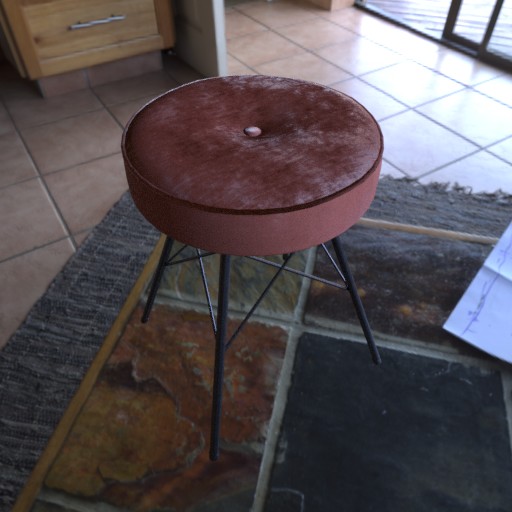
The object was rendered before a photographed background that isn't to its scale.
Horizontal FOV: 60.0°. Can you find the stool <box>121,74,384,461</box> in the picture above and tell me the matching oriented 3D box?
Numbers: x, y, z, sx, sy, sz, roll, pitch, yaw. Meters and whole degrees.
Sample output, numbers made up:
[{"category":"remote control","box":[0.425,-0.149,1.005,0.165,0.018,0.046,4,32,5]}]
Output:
[{"category":"stool","box":[0.000,0.000,0.895,0.457,0.593,0.421,-23,50,-21]}]
